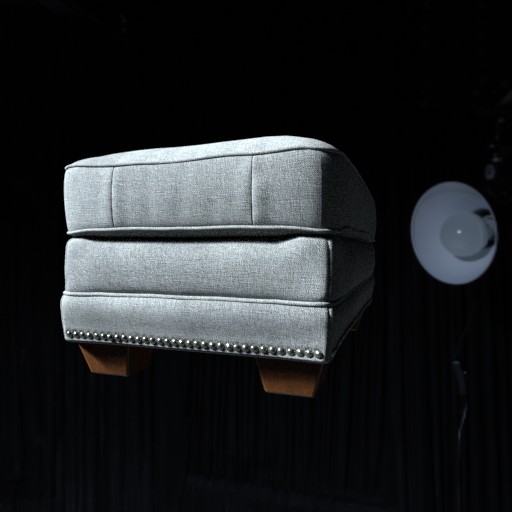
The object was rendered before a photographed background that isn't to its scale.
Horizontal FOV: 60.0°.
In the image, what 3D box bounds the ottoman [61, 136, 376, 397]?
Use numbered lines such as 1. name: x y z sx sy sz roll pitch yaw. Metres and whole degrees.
1. ottoman: 0.000 0.000 1.141 0.561 0.457 0.813 0 1 19
